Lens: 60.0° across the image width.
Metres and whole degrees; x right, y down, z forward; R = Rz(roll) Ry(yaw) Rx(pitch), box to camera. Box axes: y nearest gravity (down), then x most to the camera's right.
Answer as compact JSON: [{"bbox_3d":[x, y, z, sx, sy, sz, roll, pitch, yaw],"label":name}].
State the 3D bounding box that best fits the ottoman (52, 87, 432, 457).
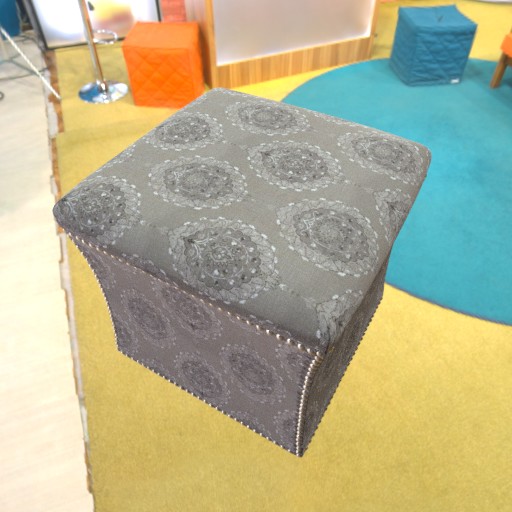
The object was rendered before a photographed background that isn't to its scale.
[{"bbox_3d":[0.000,0.000,0.906,0.507,0.473,0.497,23,51,21],"label":"ottoman"}]
